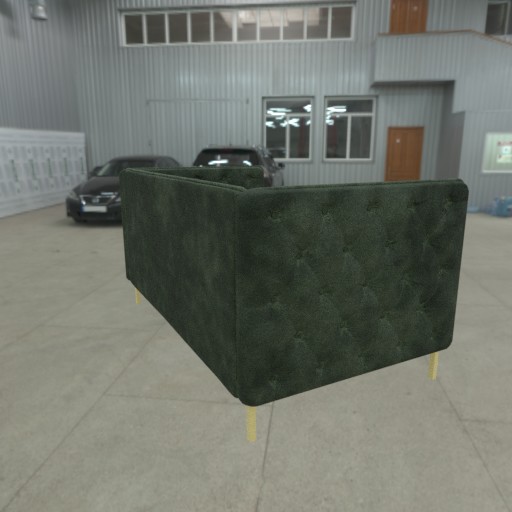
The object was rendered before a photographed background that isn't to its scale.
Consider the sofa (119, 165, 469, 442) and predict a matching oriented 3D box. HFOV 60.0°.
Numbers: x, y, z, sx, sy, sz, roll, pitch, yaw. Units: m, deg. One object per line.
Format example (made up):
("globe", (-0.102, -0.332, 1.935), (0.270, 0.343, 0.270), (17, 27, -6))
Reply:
("sofa", (0.000, 0.000, 2.048), (0.895, 0.768, 1.537), (-7, 15, -27))
